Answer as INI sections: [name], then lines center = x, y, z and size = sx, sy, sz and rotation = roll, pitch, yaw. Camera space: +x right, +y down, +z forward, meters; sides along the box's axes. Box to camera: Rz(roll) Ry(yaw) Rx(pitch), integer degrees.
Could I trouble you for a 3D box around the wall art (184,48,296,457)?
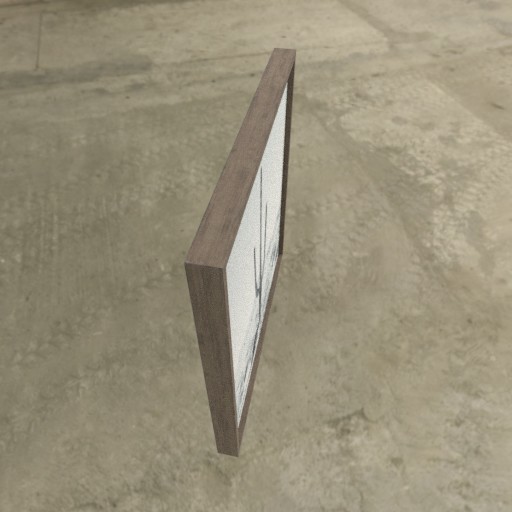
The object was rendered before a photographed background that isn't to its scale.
[wall art]
center = 0.000, 0.000, 0.775
size = 0.038, 0.508, 0.508
rotation = 8, 48, 8
